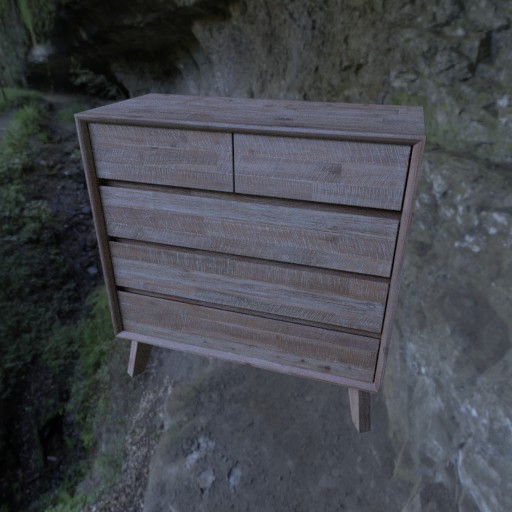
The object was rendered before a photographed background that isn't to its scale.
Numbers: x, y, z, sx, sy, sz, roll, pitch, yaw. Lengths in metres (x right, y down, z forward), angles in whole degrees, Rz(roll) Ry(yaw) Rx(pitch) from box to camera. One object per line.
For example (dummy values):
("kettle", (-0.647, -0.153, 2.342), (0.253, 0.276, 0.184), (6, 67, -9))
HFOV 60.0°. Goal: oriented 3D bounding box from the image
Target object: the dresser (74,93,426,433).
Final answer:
("dresser", (0.000, 0.000, 1.623), (0.998, 1.029, 0.455), (8, 29, 16))
